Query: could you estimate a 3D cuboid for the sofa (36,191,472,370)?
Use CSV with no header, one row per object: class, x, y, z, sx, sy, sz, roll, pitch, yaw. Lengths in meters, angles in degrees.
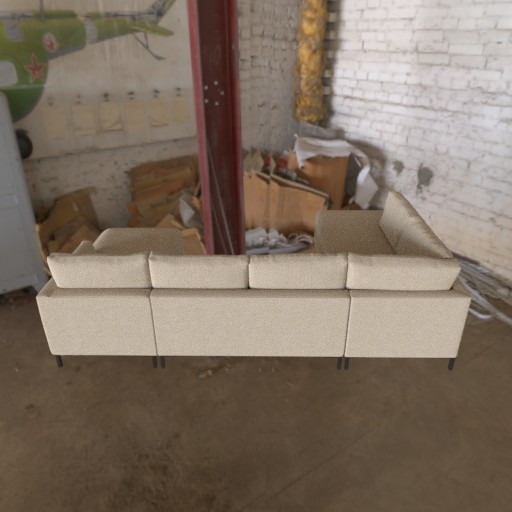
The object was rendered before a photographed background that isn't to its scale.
sofa,0.000,0.000,3.901,2.984,0.862,1.989,0,27,1
